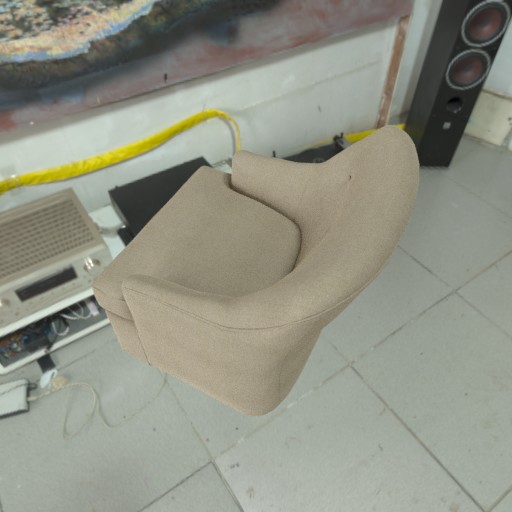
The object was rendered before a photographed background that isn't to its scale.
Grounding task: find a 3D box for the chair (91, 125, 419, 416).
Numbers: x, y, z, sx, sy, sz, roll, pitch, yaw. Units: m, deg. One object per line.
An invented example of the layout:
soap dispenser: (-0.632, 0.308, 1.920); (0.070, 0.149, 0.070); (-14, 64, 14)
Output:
chair: (0.000, 0.000, 1.606); (0.923, 0.856, 0.864); (20, 51, 17)
